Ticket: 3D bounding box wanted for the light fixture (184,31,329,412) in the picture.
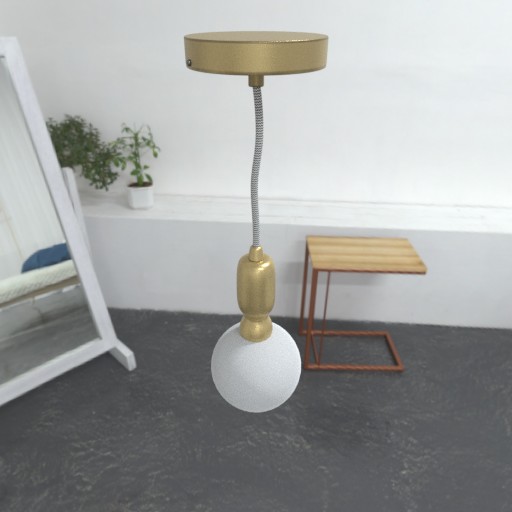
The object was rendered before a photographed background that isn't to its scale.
[{"bbox_3d":[0.000,0.000,0.571,0.147,0.510,0.146,-9,31,-14],"label":"light fixture"}]
